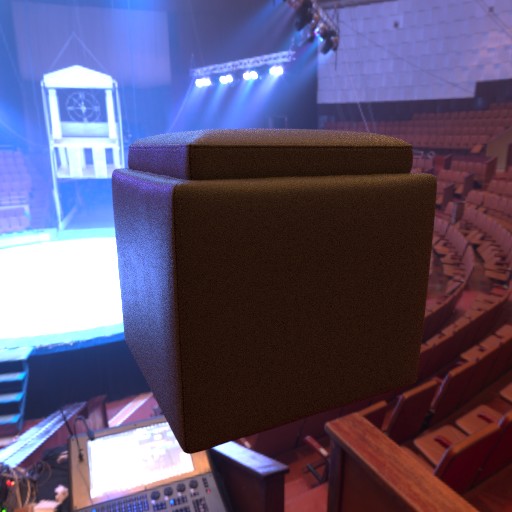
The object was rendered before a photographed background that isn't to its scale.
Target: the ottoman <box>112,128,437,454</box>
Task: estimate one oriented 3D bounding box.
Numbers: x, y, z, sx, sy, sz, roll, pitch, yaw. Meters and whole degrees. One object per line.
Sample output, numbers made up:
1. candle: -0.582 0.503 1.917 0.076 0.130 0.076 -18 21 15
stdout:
1. ottoman: 0.000 0.000 0.838 0.450 0.460 0.451 -7 15 -26
